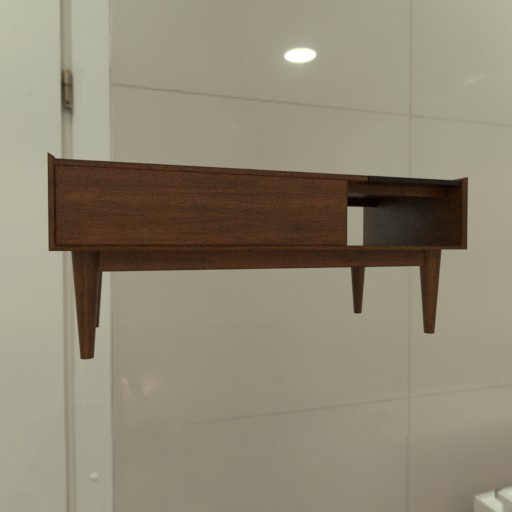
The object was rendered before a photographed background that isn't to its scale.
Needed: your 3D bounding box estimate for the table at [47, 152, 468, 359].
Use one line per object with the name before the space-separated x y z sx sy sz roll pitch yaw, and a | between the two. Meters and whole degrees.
table | 0.000 0.000 1.519 1.221 0.508 0.610 0 2 -18
